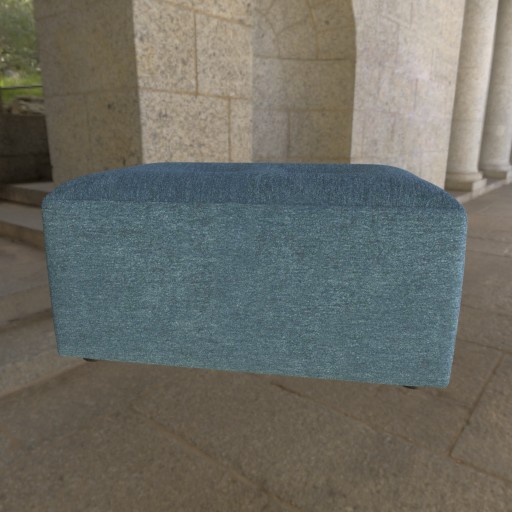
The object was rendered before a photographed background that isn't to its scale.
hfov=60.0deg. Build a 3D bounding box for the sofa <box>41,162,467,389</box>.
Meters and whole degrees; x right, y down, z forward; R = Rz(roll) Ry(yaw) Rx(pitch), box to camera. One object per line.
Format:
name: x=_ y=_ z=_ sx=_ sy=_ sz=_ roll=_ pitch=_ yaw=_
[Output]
sofa: x=0.000 y=0.000 z=1.188 sx=0.930 sy=0.470 sz=0.480 roll=2 pitch=16 yaw=9
